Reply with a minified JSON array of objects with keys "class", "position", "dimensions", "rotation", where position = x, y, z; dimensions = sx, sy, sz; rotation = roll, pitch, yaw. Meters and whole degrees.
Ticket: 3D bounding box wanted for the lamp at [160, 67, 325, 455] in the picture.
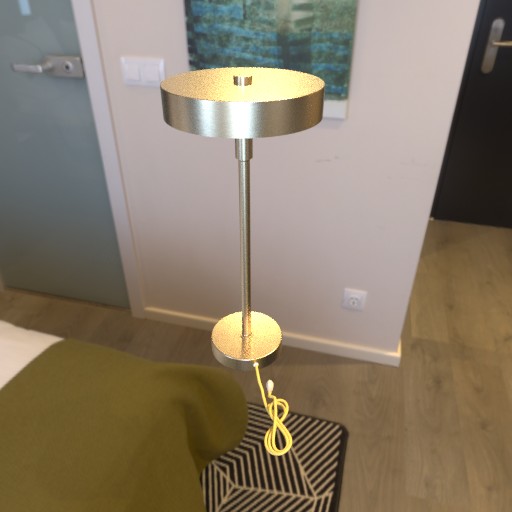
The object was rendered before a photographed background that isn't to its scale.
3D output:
[{"class":"lamp","position":[0.000,0.000,0.693],"dimensions":[0.229,0.508,0.369],"rotation":[-8,33,-13]}]
